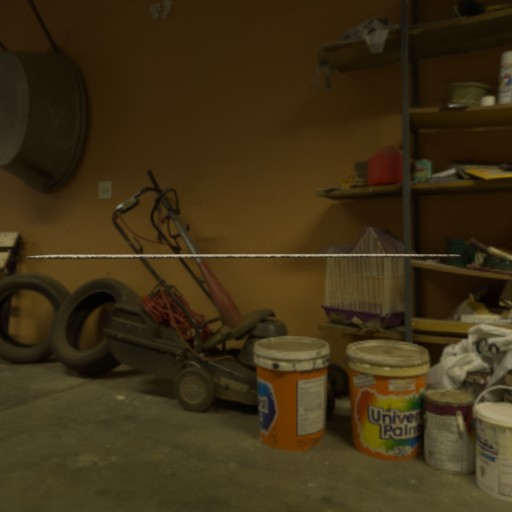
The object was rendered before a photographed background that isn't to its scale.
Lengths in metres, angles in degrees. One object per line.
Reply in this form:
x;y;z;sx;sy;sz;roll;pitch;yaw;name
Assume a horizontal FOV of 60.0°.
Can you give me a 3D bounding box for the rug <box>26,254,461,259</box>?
0.000;0.000;2.587;2.305;0.013;0.719;0;1;-17;rug
